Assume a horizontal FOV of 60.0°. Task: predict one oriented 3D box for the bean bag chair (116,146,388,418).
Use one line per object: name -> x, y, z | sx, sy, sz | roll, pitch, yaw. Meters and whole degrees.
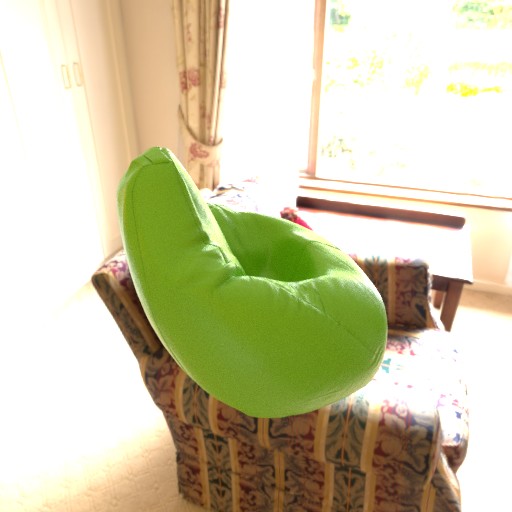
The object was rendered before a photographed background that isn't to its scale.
bean bag chair -> 0.000, 0.000, 1.900 | 1.070, 0.990, 1.070 | -9, 29, -17
